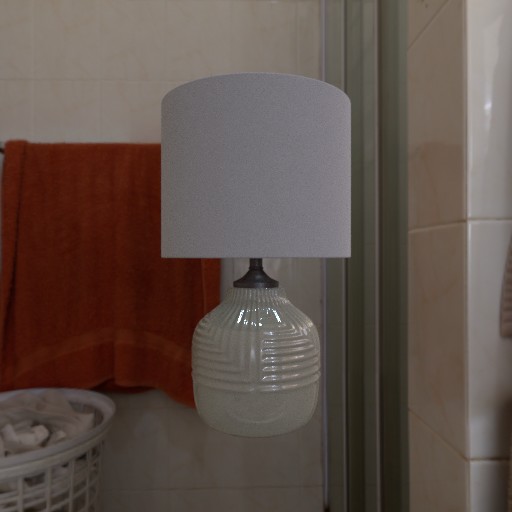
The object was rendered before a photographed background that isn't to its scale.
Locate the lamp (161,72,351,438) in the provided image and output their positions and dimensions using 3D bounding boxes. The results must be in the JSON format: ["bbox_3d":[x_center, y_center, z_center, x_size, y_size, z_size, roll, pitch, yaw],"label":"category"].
[{"bbox_3d":[0.000,0.000,0.759,0.318,0.567,0.318,0,0,0],"label":"lamp"}]
